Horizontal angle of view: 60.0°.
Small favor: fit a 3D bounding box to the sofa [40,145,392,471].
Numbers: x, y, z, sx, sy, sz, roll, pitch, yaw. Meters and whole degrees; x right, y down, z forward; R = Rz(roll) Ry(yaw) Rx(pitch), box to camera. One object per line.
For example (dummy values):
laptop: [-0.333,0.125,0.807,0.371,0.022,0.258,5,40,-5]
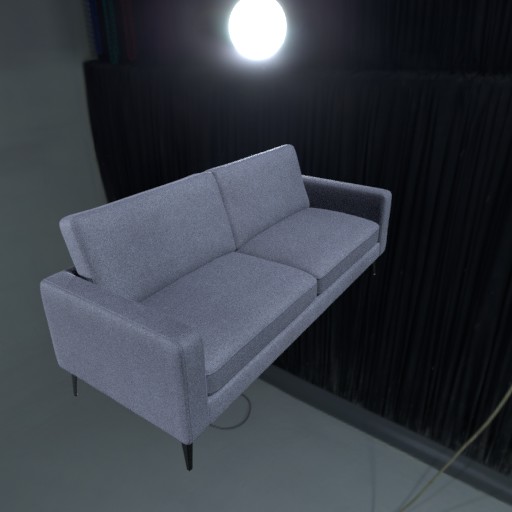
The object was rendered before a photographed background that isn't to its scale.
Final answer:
sofa: [0.000,0.000,2.321,0.774,0.828,1.925,17,30,31]
